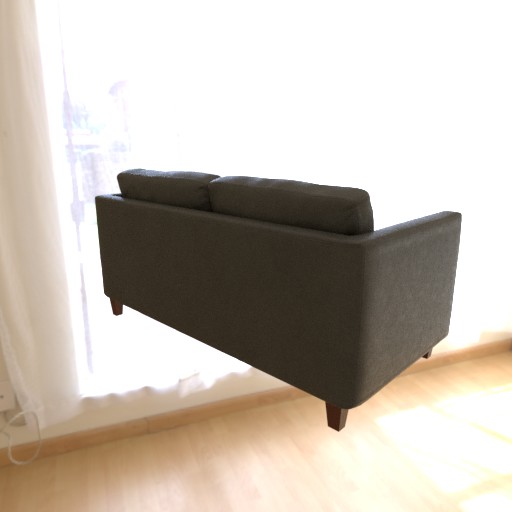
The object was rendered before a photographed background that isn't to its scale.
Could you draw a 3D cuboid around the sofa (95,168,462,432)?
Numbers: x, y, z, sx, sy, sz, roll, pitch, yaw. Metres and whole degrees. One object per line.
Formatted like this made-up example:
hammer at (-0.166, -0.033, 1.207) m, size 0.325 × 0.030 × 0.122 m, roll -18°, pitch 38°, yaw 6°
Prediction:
sofa at (0.000, 0.000, 2.474) m, size 1.883 × 0.933 × 0.951 m, roll 14°, pitch 20°, yaw 42°
